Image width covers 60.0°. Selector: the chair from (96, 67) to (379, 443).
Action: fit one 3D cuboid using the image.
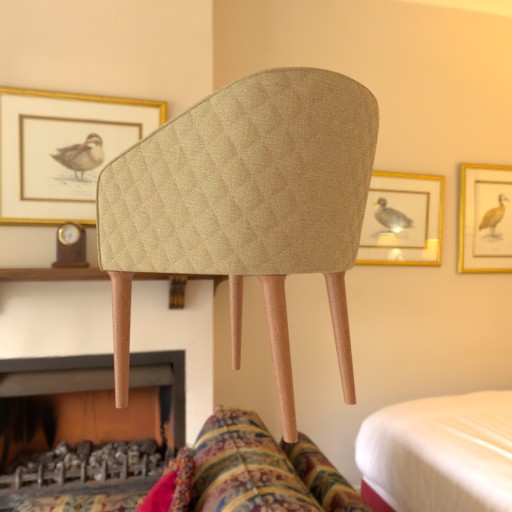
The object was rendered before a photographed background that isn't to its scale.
[{"bbox_3d":[0.000,0.000,1.173,0.616,0.775,0.584,0,1,37],"label":"chair"}]
